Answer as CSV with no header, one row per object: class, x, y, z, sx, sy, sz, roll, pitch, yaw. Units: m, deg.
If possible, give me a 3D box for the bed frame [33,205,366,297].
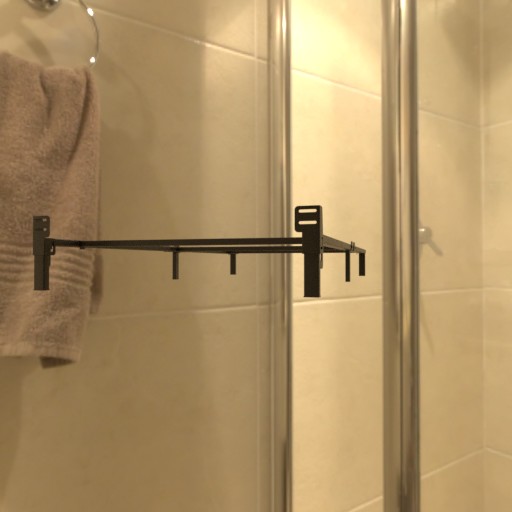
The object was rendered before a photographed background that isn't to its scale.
bed frame,0.000,0.000,2.236,0.968,0.248,1.897,0,-1,18
